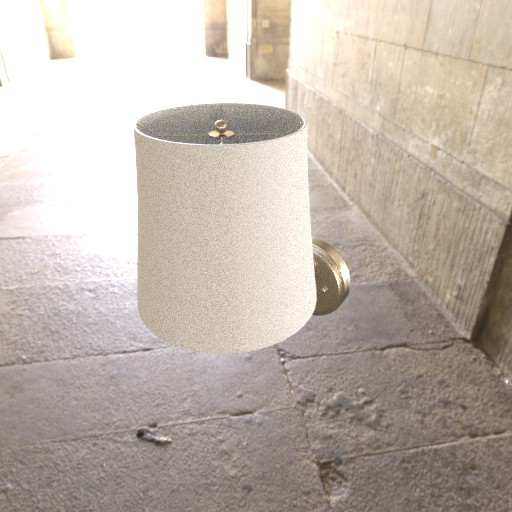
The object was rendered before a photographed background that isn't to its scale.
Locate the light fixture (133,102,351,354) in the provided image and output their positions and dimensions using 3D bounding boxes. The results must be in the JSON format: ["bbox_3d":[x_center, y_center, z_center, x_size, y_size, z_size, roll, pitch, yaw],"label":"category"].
[{"bbox_3d":[0.000,0.000,0.593,0.223,0.381,0.348,20,36,30],"label":"light fixture"}]
